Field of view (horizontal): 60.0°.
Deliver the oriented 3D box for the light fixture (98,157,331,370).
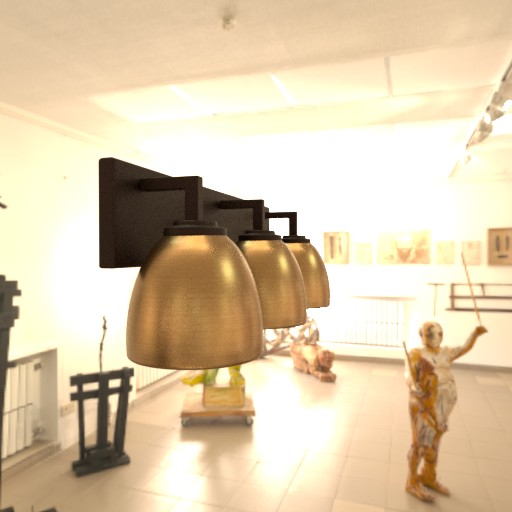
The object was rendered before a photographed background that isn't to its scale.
[{"bbox_3d":[0.000,0.000,0.682,0.157,0.204,0.582,0,1,19],"label":"light fixture"}]
